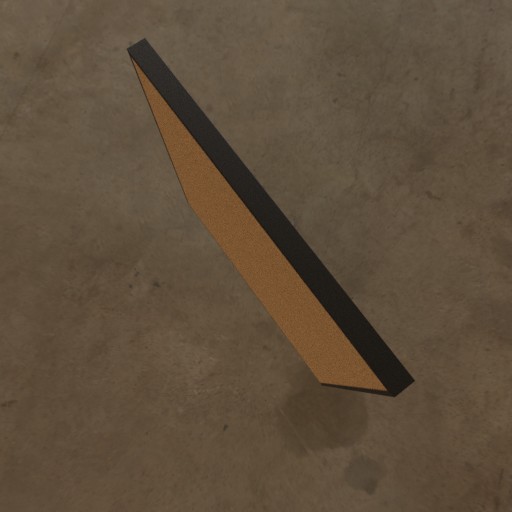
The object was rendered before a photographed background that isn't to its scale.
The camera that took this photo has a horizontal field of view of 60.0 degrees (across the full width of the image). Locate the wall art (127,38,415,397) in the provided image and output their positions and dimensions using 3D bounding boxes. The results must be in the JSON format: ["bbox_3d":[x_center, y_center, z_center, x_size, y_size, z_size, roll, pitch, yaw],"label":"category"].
[{"bbox_3d":[0.000,0.000,0.748,0.028,0.511,0.513,-35,78,-9],"label":"wall art"}]
